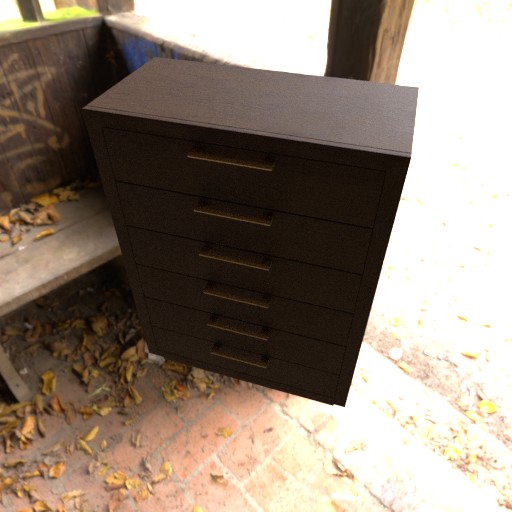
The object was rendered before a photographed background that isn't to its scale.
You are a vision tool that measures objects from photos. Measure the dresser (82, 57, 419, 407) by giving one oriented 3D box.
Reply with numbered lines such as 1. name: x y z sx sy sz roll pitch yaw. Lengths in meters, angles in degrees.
1. dresser: 0.000 0.000 1.828 0.964 1.320 0.516 12 44 13
